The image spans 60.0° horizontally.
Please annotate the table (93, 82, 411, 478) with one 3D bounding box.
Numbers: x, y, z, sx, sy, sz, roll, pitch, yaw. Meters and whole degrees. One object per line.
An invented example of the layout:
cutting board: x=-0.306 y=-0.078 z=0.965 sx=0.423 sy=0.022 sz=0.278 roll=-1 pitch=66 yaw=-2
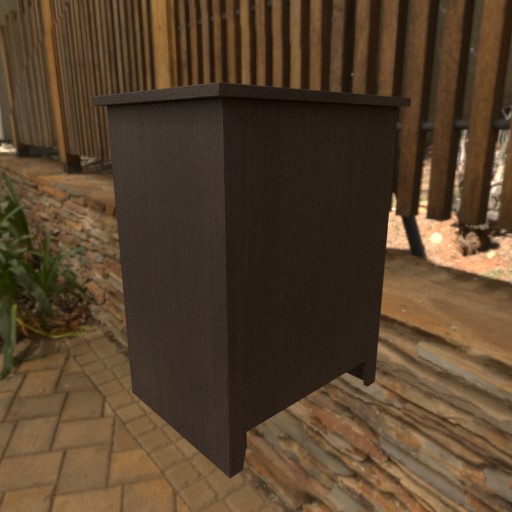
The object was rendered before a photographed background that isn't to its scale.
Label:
table: x=0.000 y=0.000 z=0.940 sx=0.480 sy=0.635 sz=0.381 roll=-14 pitch=22 yaw=-41
